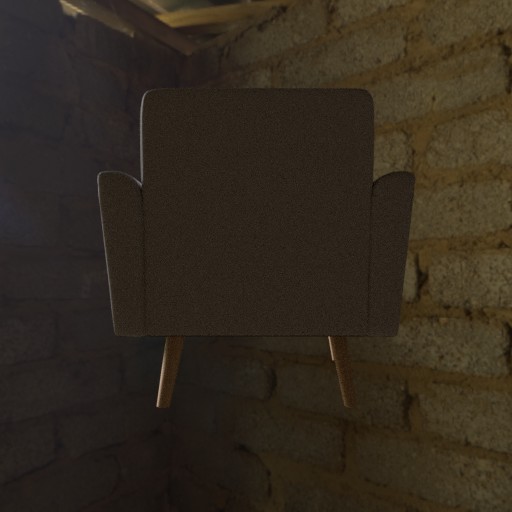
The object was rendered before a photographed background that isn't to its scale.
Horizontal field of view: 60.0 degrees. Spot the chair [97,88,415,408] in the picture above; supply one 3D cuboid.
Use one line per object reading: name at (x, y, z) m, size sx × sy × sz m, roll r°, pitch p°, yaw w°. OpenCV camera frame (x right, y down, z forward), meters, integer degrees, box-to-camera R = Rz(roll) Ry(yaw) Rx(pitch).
chair at (0.000, 0.000, 1.413) m, size 0.780 × 0.780 × 0.750 m, roll 0°, pitch -3°, yaw 0°
